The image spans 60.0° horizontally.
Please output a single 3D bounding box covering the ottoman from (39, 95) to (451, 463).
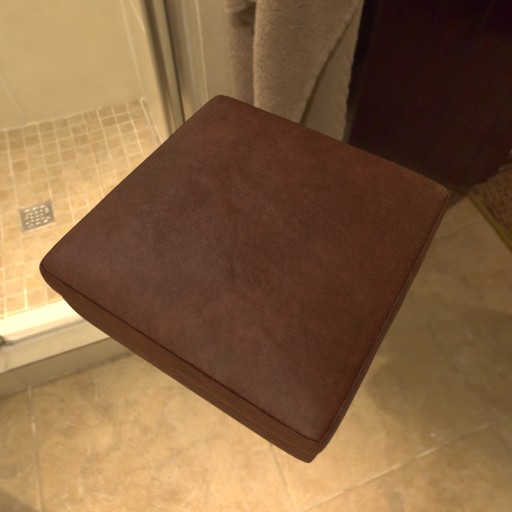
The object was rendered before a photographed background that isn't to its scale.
[{"bbox_3d":[0.000,0.000,1.310,0.844,0.415,0.836,28,61,17],"label":"ottoman"}]
